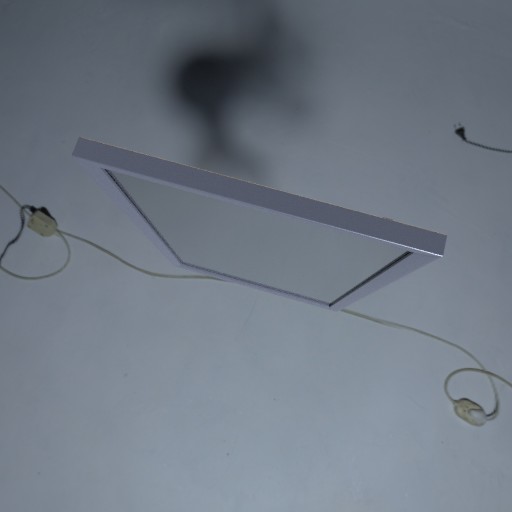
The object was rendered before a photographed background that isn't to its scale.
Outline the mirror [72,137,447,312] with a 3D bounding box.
[{"bbox_3d":[0.000,0.000,1.149,0.609,0.915,0.040,16,78,3],"label":"mirror"}]
